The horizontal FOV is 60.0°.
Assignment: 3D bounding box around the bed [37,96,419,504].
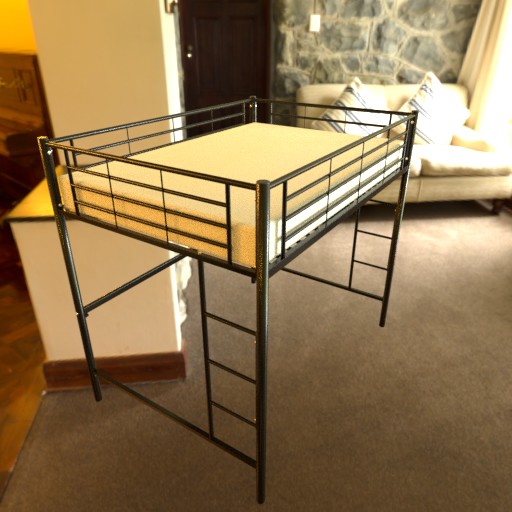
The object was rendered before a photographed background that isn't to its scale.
[{"bbox_3d":[0.000,0.000,3.069,1.397,1.803,1.994,17,31,30],"label":"bed"}]
